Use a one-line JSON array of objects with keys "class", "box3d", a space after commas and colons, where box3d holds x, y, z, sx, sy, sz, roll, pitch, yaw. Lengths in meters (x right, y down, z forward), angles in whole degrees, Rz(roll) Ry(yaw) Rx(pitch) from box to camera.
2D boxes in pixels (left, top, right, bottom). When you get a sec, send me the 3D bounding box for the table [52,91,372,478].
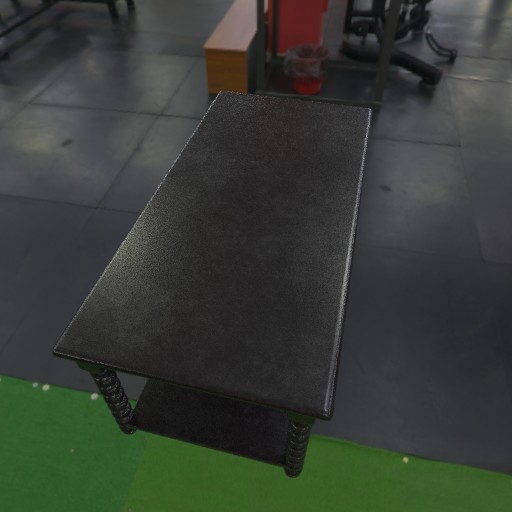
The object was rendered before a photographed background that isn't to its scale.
[{"class": "table", "box3d": [0.000, 0.000, 1.419, 0.580, 0.487, 1.171, 10, 47, 10]}]
